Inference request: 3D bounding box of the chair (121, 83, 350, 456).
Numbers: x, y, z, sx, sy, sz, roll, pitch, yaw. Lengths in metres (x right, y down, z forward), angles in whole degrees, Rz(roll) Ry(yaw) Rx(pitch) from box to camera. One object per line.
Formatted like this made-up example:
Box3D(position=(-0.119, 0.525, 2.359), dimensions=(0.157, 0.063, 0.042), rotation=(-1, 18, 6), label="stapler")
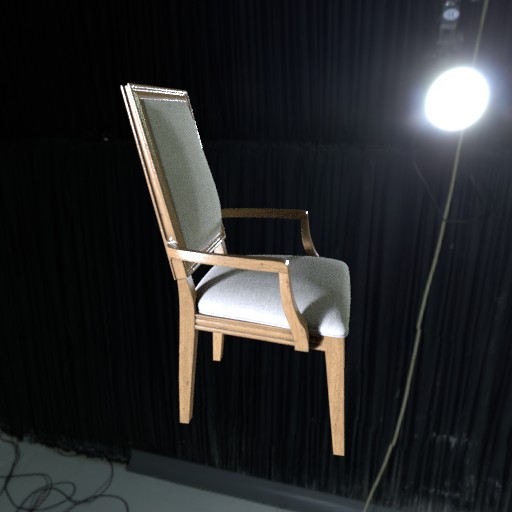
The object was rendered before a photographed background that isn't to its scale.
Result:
Box3D(position=(0.000, 0.000, 1.383), dimensions=(0.602, 0.990, 0.606), rotation=(3, 18, 10), label="chair")
